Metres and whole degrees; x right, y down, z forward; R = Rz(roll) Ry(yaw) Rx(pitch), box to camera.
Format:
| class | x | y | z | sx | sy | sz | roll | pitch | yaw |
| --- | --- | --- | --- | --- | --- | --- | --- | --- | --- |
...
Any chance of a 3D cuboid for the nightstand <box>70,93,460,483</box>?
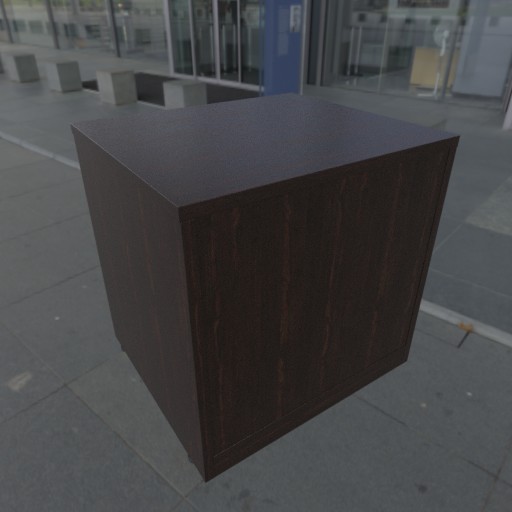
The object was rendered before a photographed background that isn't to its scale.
| class | x | y | z | sx | sy | sz | roll | pitch | yaw |
| --- | --- | --- | --- | --- | --- | --- | --- | --- | --- |
| nightstand | 0.000 | 0.000 | 0.855 | 0.489 | 0.487 | 0.427 | -19 | 35 | -29 |
